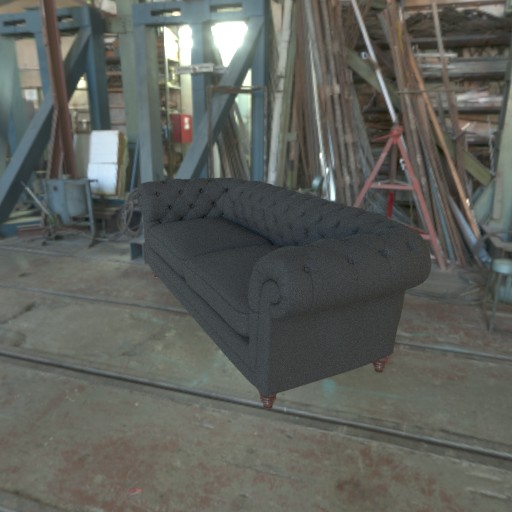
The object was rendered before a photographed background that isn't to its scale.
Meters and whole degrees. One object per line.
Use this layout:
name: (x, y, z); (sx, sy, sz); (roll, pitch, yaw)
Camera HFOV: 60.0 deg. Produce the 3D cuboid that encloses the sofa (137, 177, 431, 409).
sofa: (0.000, 0.000, 2.824); (0.991, 0.762, 2.362); (-9, 19, -26)
